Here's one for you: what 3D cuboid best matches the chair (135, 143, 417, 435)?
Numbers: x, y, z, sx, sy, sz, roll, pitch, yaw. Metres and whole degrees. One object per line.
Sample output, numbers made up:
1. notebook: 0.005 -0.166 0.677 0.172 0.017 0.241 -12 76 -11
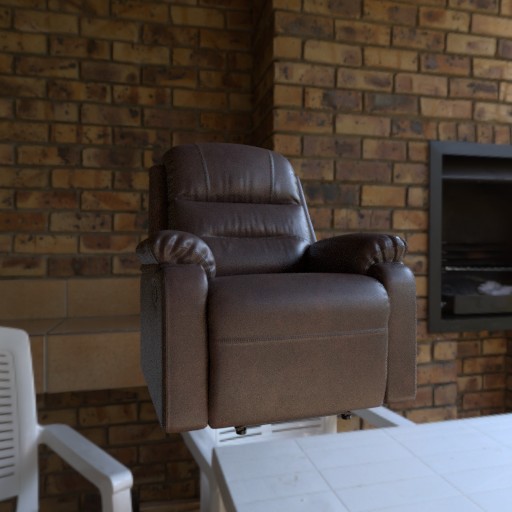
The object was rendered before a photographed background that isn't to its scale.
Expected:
1. chair: 0.000 0.000 1.652 0.855 0.992 0.919 0 1 -19
